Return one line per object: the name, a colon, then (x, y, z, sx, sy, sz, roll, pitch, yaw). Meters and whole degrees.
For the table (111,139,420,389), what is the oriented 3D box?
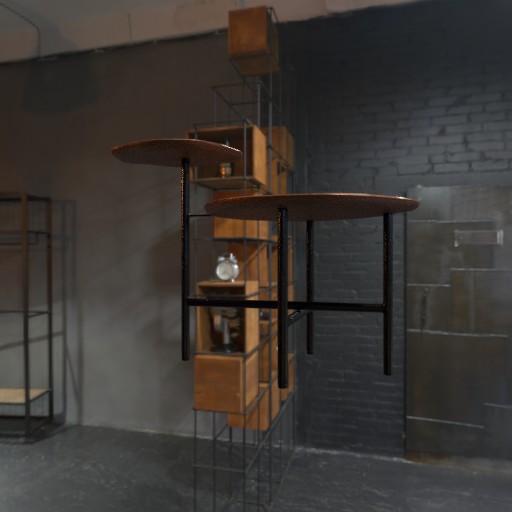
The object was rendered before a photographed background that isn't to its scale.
table: (0.000, 0.000, 1.094, 0.759, 0.538, 0.442, 0, 0, 17)
